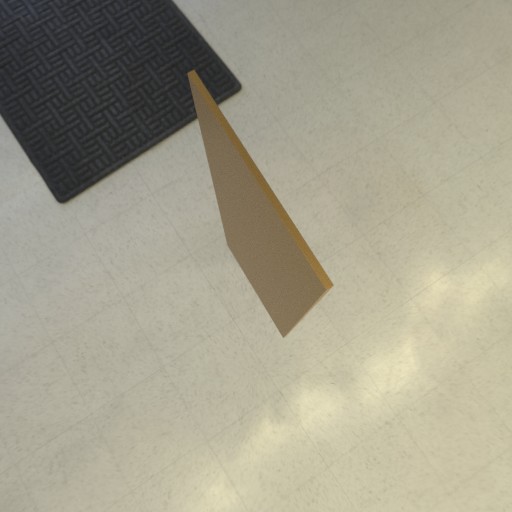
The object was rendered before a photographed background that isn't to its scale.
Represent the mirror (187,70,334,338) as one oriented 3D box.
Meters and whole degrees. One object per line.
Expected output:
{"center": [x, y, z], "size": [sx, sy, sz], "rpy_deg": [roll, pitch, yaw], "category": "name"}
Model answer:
{"center": [0.000, 0.000, 2.311], "size": [0.025, 2.031, 0.812], "rpy_deg": [-30, 78, -7], "category": "mirror"}
